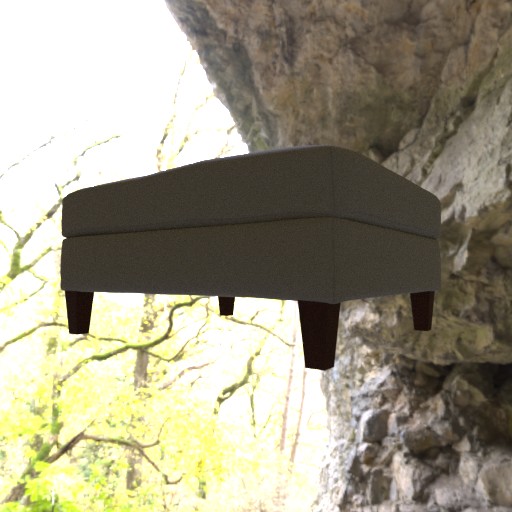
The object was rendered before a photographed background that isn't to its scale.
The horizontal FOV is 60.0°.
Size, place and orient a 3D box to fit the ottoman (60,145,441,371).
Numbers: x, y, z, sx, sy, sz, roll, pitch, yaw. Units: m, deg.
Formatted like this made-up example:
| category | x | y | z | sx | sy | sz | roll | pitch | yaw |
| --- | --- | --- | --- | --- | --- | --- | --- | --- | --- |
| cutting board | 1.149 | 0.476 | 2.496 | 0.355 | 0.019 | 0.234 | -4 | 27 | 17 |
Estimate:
| category | x | y | z | sx | sy | sz | roll | pitch | yaw |
| --- | --- | --- | --- | --- | --- | --- | --- | --- | --- |
| ottoman | 0.000 | 0.000 | 1.447 | 0.976 | 0.492 | 0.836 | -2 | -3 | 36 |
